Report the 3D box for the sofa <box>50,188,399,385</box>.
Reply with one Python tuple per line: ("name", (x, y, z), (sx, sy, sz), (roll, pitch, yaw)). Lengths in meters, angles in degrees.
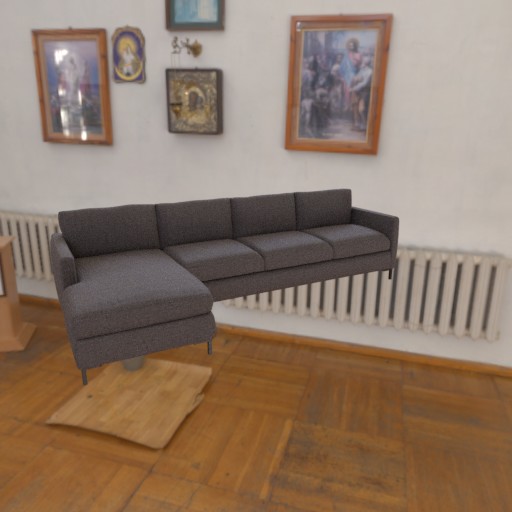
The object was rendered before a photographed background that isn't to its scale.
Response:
("sofa", (0.000, 0.000, 3.304), (2.731, 0.754, 1.258), (-8, 18, -27))
